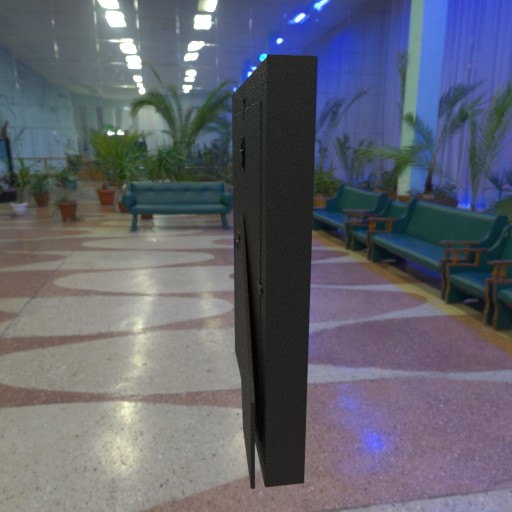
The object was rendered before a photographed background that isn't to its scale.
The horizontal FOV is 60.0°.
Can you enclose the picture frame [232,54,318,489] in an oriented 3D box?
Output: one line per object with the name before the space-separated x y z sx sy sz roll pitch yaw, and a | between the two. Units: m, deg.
picture frame | 0.000 0.000 0.280 0.028 0.208 0.157 -2 14 -8
